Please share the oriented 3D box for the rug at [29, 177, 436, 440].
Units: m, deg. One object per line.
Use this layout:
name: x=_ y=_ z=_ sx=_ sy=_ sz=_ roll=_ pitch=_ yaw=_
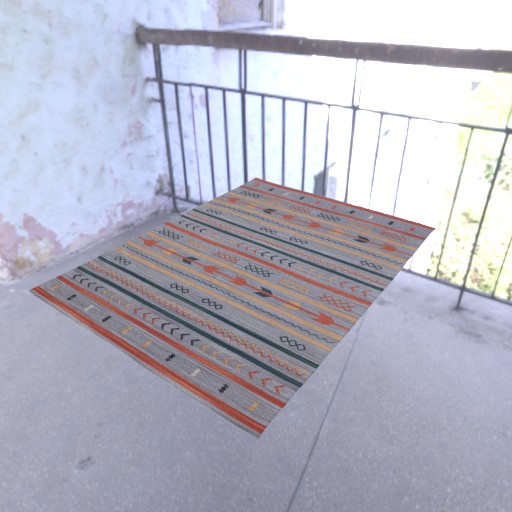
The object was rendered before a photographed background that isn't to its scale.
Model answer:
rug: x=0.000 y=0.000 z=3.969 sx=2.263 sy=0.022 sz=3.029 roll=21 pitch=37 yaw=31
